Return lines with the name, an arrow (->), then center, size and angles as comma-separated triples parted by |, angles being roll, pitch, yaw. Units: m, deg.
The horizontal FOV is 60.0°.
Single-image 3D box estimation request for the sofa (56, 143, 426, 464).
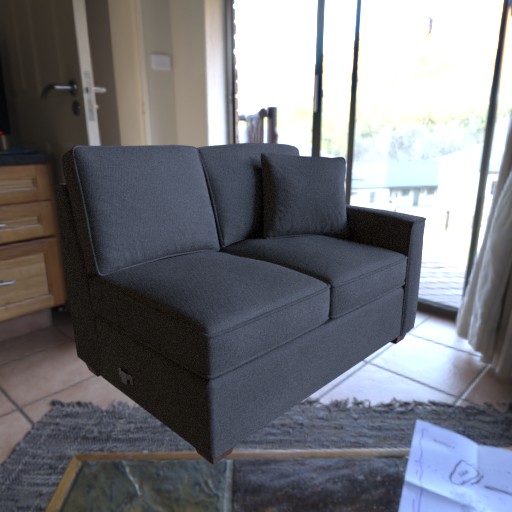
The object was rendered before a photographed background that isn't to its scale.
sofa -> 0.000, 0.000, 2.015 | 0.991, 0.989, 1.388 | 15, 21, 43
